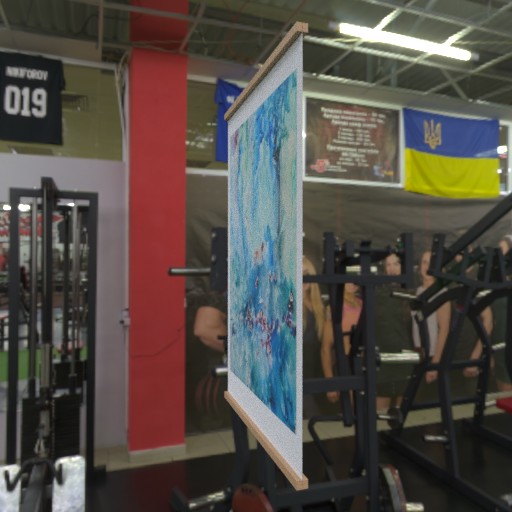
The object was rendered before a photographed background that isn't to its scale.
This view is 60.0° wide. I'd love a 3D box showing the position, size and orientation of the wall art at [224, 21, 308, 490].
[{"bbox_3d":[0.000,0.000,0.644,0.013,0.510,0.335,0,0,-18],"label":"wall art"}]
